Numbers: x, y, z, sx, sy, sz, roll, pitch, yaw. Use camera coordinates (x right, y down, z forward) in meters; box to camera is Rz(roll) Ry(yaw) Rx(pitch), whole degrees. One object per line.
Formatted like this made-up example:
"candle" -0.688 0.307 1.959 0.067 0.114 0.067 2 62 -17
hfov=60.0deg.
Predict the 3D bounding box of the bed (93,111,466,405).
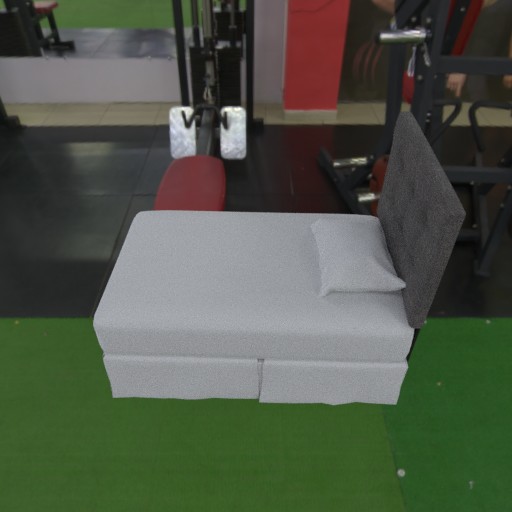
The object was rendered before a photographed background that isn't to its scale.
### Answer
"bed" 0.000 0.000 2.975 1.997 1.571 1.261 1 41 2
